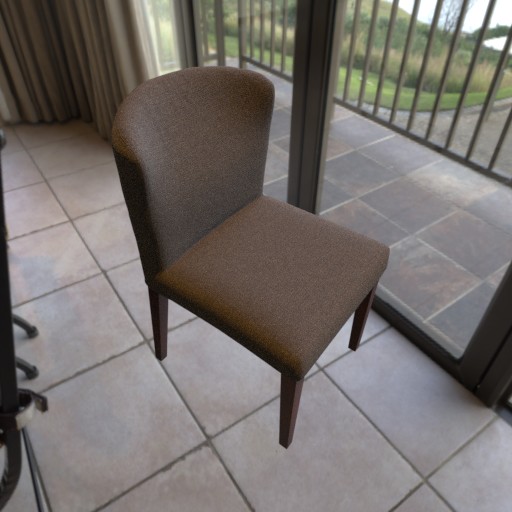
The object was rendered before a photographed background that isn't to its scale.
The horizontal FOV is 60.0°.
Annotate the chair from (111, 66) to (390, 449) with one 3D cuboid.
[{"bbox_3d":[0.000,0.000,1.193,0.589,0.839,0.491,26,48,26],"label":"chair"}]
